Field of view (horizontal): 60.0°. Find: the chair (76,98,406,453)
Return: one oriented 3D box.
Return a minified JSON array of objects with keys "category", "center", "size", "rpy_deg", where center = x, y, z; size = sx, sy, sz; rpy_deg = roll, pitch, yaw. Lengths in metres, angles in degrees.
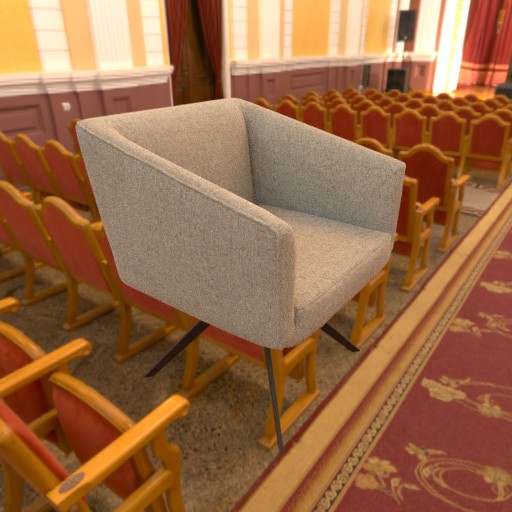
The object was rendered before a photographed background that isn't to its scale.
[{"category":"chair","center":[0.000,0.000,1.255],"size":[0.623,0.760,0.628],"rpy_deg":[18,31,33]}]
